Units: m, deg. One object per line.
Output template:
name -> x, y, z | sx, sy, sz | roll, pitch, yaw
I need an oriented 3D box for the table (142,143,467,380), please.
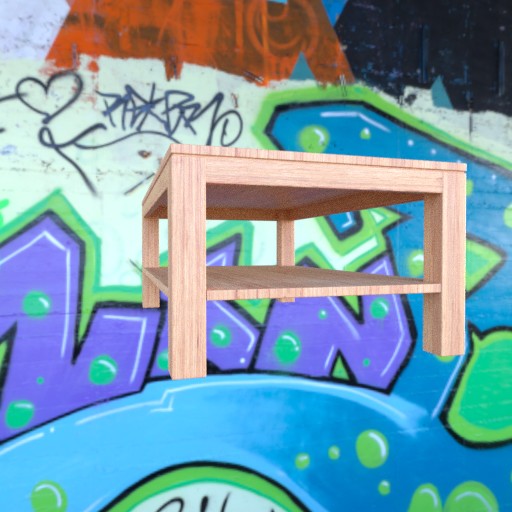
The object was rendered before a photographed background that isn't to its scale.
table -> 0.000, 0.000, 1.502 | 0.695, 0.457, 1.146 | 0, 1, -17
